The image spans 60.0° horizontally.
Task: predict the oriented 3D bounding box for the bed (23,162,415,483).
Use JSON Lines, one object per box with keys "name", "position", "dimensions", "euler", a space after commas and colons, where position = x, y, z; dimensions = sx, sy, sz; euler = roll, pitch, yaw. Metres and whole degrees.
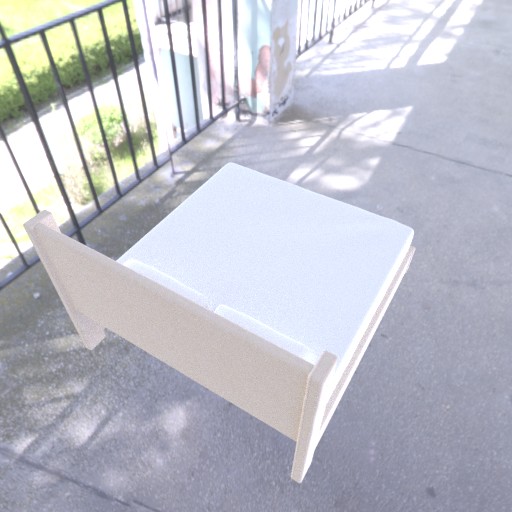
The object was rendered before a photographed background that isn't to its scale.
{"name": "bed", "position": [0.000, 0.000, 3.667], "dimensions": [2.145, 1.471, 2.293], "euler": [24, 51, 21]}
